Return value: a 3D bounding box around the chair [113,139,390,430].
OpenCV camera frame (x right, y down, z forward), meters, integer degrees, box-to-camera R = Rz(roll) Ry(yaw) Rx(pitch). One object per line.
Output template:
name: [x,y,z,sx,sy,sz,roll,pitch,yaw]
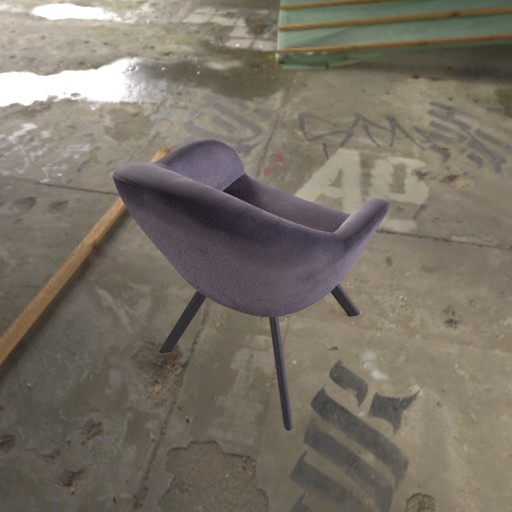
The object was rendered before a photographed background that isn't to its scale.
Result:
chair: [0.000,0.000,1.181,0.550,0.795,0.590,24,50,22]
